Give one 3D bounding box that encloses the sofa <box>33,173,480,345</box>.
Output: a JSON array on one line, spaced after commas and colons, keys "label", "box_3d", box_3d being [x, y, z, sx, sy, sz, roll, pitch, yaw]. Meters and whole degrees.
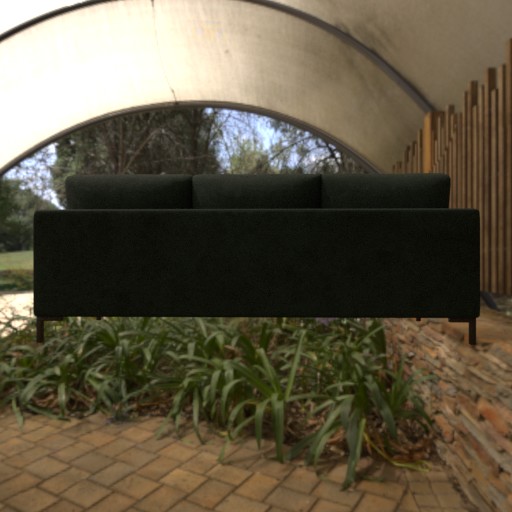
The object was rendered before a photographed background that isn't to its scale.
[{"label": "sofa", "box_3d": [0.000, 0.000, 2.603, 2.218, 0.870, 0.859, 0, 0, 1]}]
